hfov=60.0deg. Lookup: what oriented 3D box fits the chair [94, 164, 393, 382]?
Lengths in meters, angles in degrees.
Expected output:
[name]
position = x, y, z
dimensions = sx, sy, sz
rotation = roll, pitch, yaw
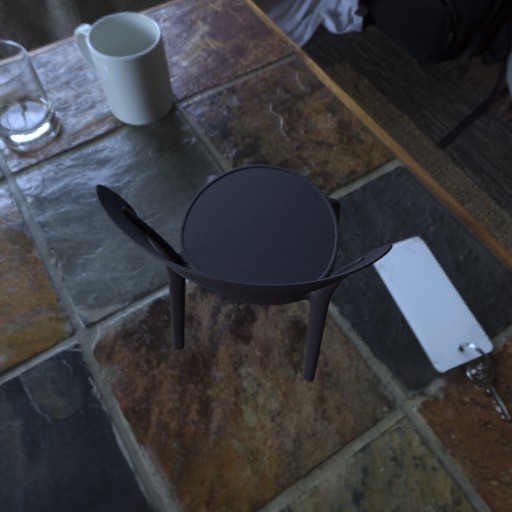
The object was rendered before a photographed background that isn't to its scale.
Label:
[chair]
position = 0.000, 0.000, 1.123
dimensions = 0.506, 0.790, 0.491
rotation = 12, 64, 6
